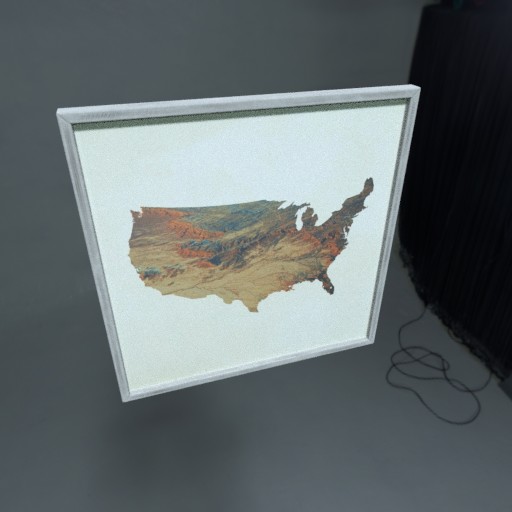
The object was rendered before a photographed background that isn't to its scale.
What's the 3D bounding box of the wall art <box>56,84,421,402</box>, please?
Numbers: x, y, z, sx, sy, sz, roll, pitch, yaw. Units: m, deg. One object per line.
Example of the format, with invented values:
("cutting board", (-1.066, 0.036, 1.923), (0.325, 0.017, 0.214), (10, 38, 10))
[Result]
("wall art", (0.000, 0.000, 0.439), (0.303, 0.303, 0.015), (-9, 33, -15))
